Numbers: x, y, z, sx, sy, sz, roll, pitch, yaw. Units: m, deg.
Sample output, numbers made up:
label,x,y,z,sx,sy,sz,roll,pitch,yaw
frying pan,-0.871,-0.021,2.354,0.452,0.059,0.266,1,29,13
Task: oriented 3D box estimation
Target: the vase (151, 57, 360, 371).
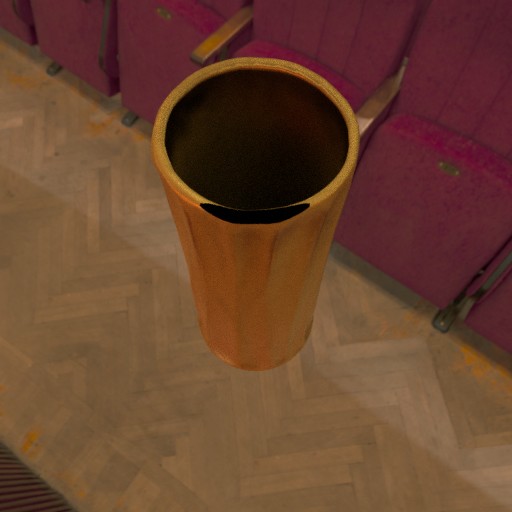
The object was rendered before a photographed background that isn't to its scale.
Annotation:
label,x,y,z,sx,sy,sz,roll,pitch,yaw
vase,0.000,0.000,0.173,0.061,0.143,0.061,0,64,0
